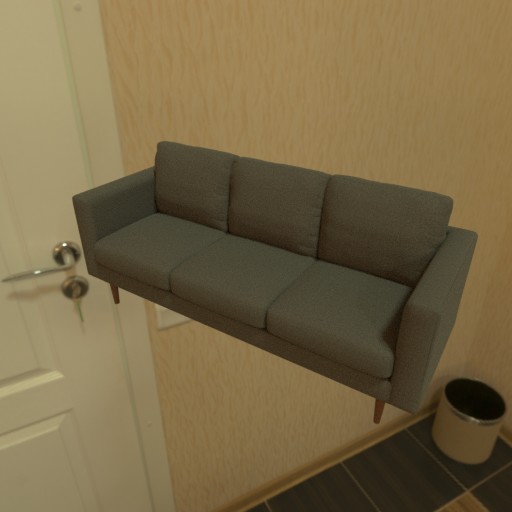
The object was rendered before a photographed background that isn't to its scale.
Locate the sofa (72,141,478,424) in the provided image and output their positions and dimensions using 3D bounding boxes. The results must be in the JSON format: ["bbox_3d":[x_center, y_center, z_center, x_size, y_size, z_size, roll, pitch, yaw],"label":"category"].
[{"bbox_3d":[0.000,0.000,2.417,2.029,0.912,0.802,18,34,28],"label":"sofa"}]
